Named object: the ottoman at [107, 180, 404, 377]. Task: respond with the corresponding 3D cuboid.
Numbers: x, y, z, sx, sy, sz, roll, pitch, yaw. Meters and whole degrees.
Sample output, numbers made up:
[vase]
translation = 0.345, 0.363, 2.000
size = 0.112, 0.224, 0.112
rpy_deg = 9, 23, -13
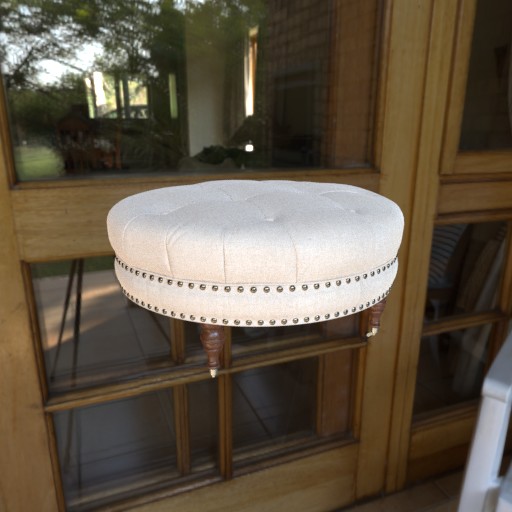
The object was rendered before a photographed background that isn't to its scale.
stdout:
[ottoman]
translation = 0.000, 0.000, 1.507
size = 0.940, 0.483, 0.940
rpy_deg = 0, 16, 0
